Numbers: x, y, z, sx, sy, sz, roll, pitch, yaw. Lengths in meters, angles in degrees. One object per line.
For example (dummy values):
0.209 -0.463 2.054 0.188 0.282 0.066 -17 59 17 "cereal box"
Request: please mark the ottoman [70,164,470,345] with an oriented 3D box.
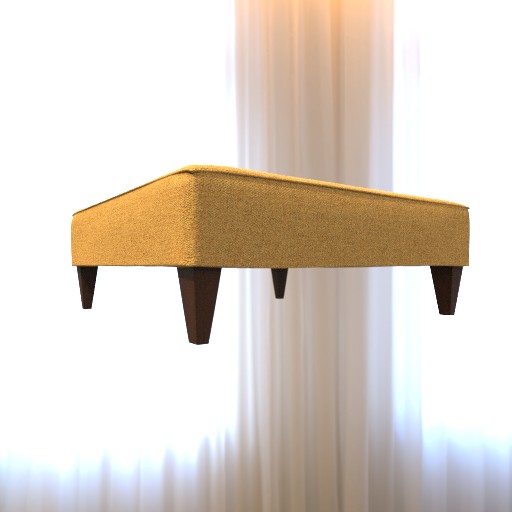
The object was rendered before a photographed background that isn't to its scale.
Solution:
0.000 0.000 1.490 0.981 0.378 0.970 1 -1 -35 "ottoman"
